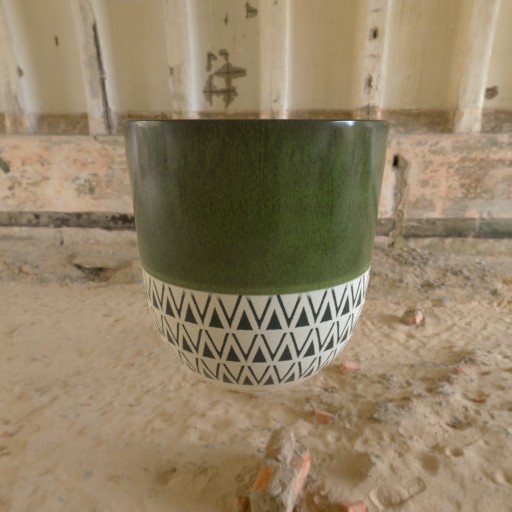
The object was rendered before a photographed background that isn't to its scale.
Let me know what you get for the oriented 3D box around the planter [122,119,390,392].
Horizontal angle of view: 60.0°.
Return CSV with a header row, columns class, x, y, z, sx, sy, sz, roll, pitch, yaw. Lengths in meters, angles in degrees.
class,x,y,z,sx,sy,sz,roll,pitch,yaw
planter,0.000,0.000,0.460,0.245,0.270,0.245,0,17,0
